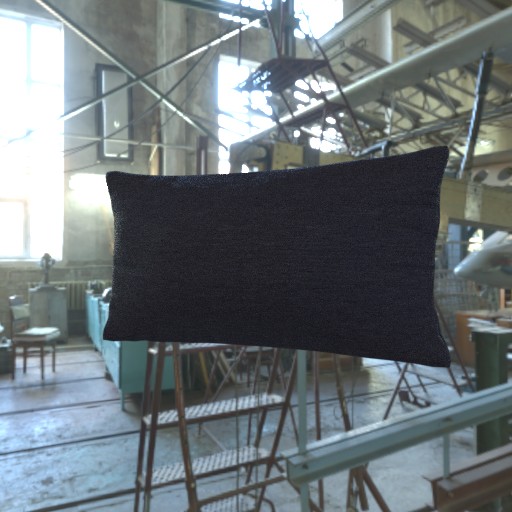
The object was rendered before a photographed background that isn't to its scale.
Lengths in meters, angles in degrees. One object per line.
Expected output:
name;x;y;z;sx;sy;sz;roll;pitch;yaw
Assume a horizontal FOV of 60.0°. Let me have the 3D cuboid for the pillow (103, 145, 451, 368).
pillow;0.000;0.000;0.785;0.633;0.338;0.210;0;0;20
